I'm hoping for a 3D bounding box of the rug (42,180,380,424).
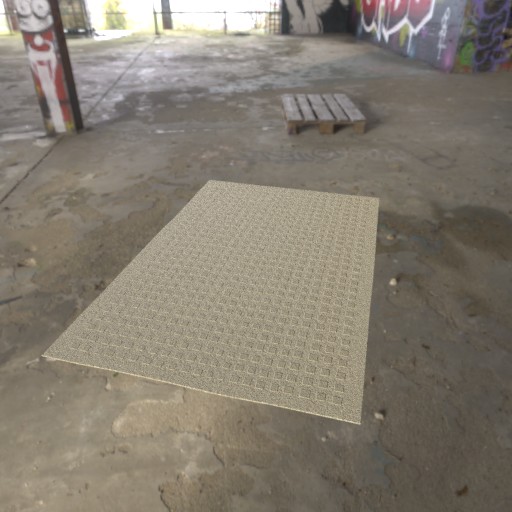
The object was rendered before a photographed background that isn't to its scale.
[{"bbox_3d":[0.000,0.000,2.206,1.143,0.006,1.747,8,33,13],"label":"rug"}]
